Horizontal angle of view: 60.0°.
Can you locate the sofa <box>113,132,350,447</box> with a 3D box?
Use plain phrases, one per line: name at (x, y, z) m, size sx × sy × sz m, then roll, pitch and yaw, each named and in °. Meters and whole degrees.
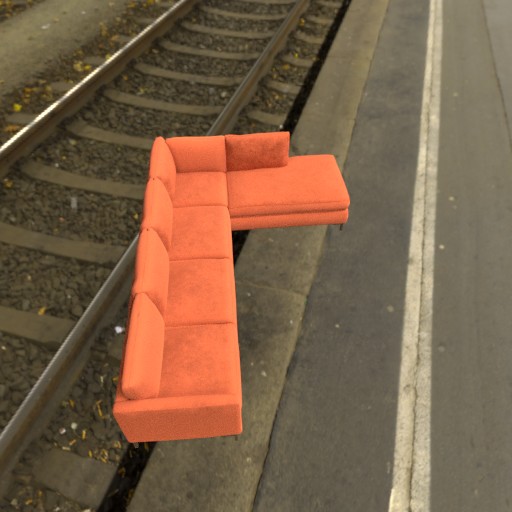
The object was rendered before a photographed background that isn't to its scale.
sofa at (0.000, 0.000, 3.631) m, size 1.879 × 0.757 × 2.736 m, roll -3°, pitch 47°, yaw -3°
